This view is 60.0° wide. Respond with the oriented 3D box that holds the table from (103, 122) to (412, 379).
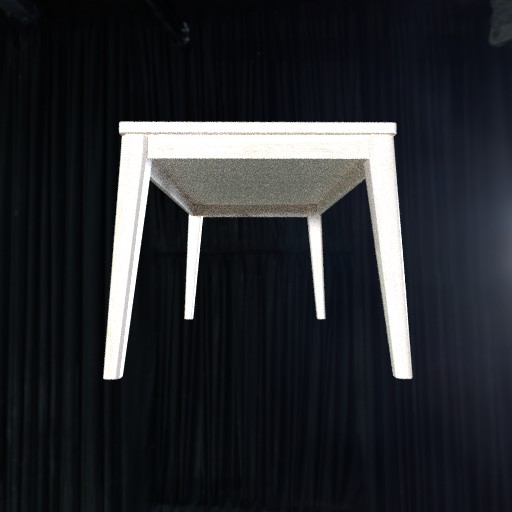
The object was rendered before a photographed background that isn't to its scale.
[{"bbox_3d":[0.000,0.000,2.092,0.900,0.760,1.600,0,-2,0],"label":"table"}]
